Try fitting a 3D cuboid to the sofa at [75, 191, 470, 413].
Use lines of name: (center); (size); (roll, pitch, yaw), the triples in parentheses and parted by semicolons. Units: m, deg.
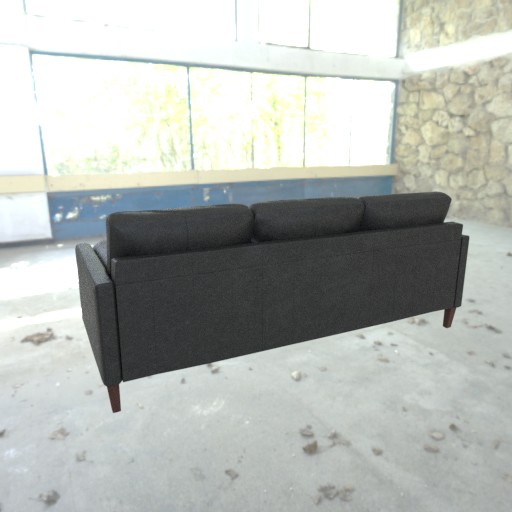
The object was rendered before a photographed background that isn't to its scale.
sofa: (0.000, 0.000, 2.898); (2.178, 0.876, 1.497); (-7, 16, -26)
